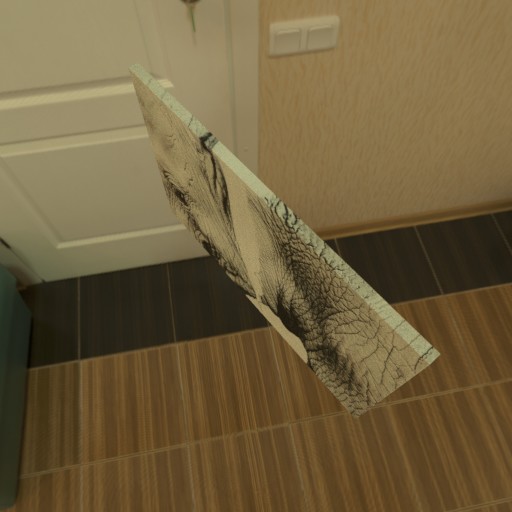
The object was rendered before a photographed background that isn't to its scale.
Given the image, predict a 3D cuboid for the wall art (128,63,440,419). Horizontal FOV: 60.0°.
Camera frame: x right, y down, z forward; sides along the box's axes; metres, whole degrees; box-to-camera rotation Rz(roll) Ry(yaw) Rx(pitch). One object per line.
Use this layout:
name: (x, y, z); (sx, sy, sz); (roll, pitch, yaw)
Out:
wall art: (0.000, 0.000, 1.441); (0.035, 0.758, 1.141); (-36, 68, -17)
